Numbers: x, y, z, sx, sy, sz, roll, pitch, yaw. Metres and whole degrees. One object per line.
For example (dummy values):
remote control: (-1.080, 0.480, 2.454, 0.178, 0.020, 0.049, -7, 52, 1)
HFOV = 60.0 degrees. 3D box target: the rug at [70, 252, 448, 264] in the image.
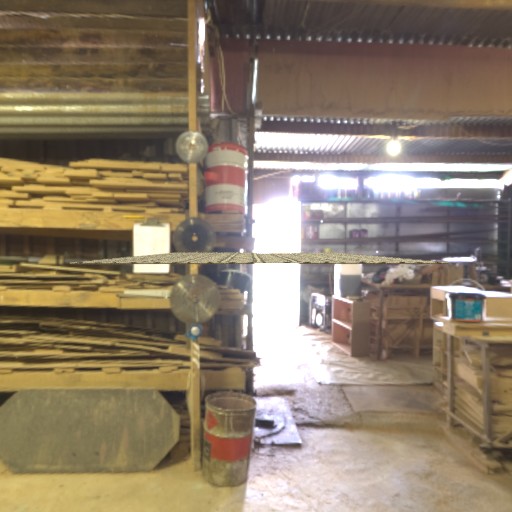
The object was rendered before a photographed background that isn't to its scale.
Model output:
rug: (0.000, 0.000, 2.982, 1.523, 0.008, 2.438, 0, 1, -1)
